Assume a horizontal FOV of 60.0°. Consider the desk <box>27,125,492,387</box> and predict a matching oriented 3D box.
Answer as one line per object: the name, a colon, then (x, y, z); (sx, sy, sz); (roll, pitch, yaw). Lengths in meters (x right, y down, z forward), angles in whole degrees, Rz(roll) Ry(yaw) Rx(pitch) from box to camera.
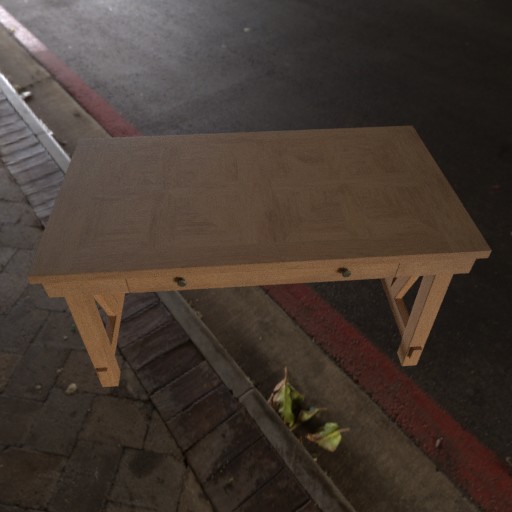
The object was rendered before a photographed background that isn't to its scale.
desk: (0.000, 0.000, 1.978); (1.499, 0.762, 0.813); (-3, 46, -3)
